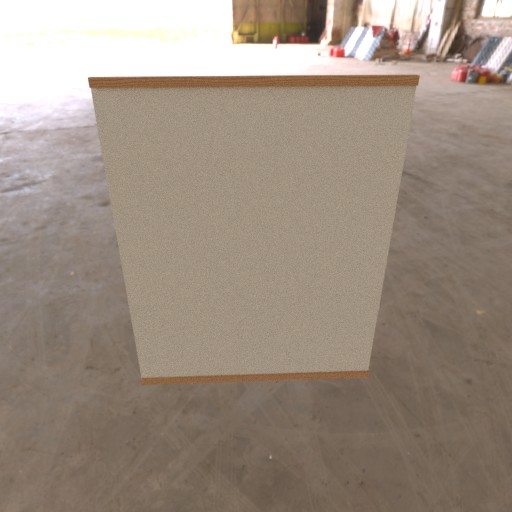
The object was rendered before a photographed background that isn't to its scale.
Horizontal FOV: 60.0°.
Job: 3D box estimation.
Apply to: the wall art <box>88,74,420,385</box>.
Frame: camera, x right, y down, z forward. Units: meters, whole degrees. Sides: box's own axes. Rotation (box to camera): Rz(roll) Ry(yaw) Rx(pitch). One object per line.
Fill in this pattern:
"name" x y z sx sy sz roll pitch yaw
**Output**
"wall art" 0.000 0.000 0.668 0.404 0.507 0.010 -1 30 -2
